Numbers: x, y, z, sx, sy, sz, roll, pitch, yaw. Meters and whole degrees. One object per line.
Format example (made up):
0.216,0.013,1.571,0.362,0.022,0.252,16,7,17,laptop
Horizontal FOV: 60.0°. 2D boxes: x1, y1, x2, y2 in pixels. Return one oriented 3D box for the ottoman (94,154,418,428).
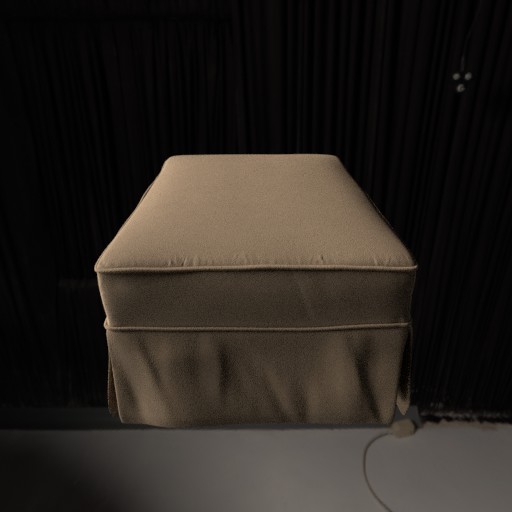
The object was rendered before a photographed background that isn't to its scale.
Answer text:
0.000,0.000,1.346,0.721,0.482,0.959,0,26,-1,ottoman
